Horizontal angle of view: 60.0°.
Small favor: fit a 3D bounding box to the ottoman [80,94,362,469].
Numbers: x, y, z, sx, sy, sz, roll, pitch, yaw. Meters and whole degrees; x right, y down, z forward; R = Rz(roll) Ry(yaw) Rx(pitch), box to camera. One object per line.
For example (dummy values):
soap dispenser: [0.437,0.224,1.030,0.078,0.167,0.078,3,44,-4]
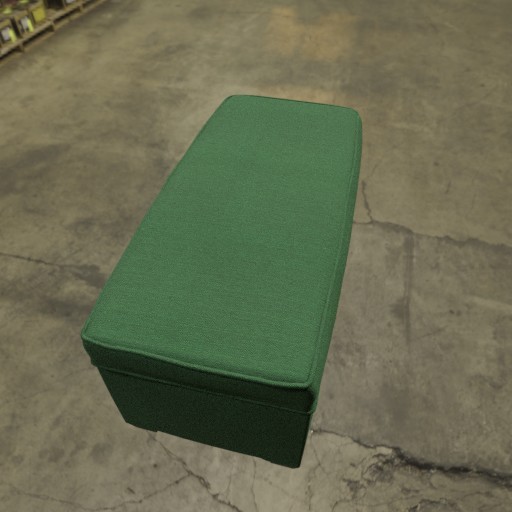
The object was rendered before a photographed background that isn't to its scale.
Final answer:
ottoman: [0.000,0.000,1.224,0.483,0.471,0.957,11,47,10]
